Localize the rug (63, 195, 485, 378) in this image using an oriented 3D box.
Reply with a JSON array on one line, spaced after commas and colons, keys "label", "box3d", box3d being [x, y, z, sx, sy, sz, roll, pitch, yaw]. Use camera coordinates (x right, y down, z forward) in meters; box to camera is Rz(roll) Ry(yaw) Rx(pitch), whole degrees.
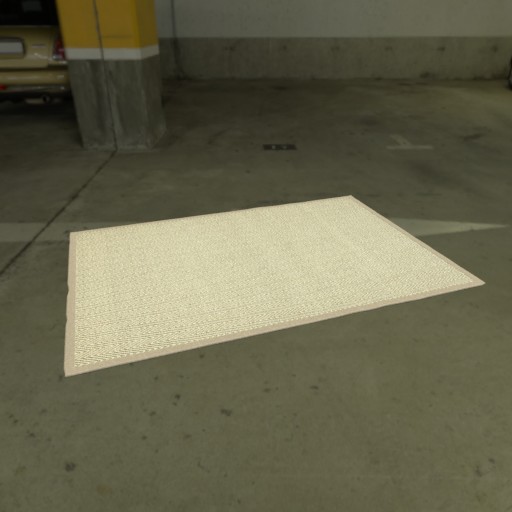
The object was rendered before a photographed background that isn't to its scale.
[{"label": "rug", "box3d": [0.000, 0.000, 2.871, 2.290, 0.021, 1.540, -9, 29, -17]}]
